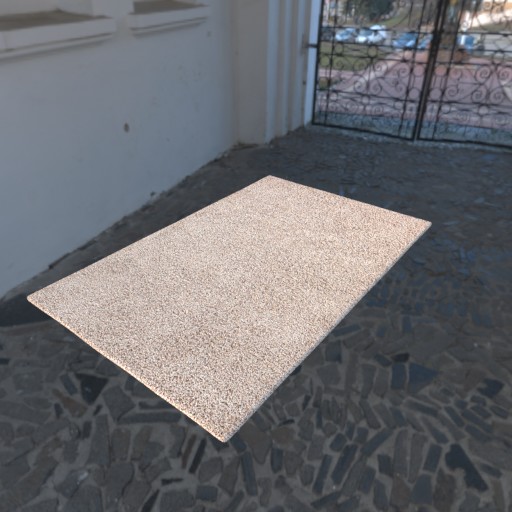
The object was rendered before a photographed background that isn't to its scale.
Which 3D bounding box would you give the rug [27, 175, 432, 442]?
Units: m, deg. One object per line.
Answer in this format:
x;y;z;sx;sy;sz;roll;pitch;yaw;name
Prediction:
0.000;0.000;3.427;1.778;0.030;2.743;23;39;31;rug
